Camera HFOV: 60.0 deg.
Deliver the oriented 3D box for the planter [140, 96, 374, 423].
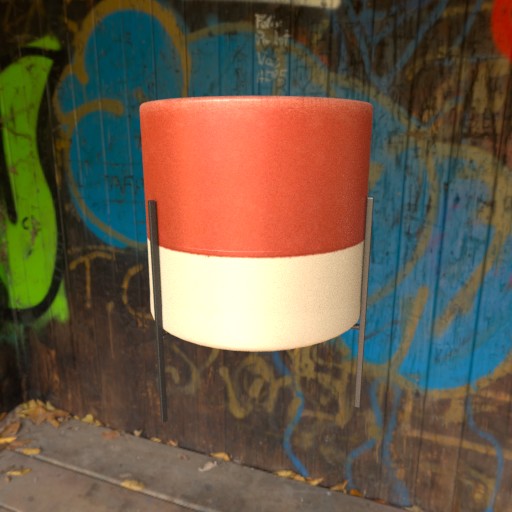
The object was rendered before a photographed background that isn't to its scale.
[{"bbox_3d":[0.000,0.000,0.729,0.345,0.465,0.354,-2,14,-7],"label":"planter"}]
